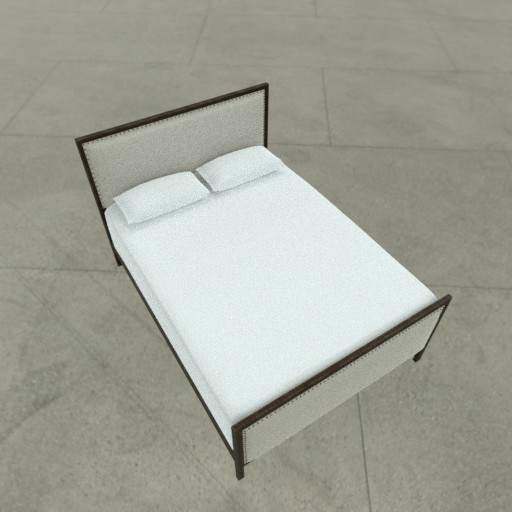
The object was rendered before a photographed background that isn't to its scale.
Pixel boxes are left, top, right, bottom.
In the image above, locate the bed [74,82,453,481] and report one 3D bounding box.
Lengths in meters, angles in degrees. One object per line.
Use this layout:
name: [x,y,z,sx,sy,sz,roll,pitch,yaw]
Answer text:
bed: [0.000,0.000,3.230,1.607,1.313,2.221,-25,52,-21]
